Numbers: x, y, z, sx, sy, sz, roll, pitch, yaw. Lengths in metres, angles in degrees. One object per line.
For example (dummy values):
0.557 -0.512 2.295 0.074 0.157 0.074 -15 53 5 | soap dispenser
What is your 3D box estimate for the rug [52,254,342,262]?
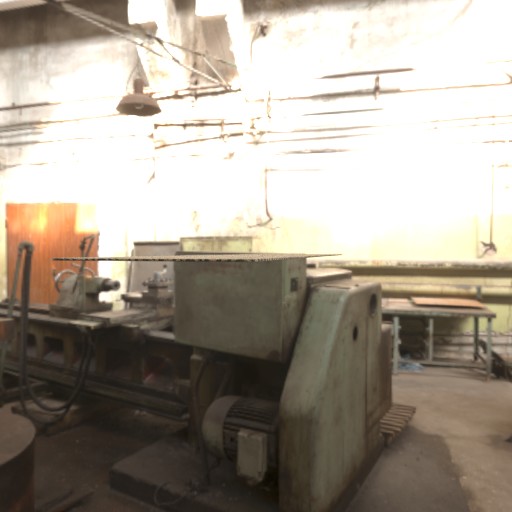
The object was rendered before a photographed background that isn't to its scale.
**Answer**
0.000 0.000 2.398 0.686 0.008 2.286 0 1 17 | rug
